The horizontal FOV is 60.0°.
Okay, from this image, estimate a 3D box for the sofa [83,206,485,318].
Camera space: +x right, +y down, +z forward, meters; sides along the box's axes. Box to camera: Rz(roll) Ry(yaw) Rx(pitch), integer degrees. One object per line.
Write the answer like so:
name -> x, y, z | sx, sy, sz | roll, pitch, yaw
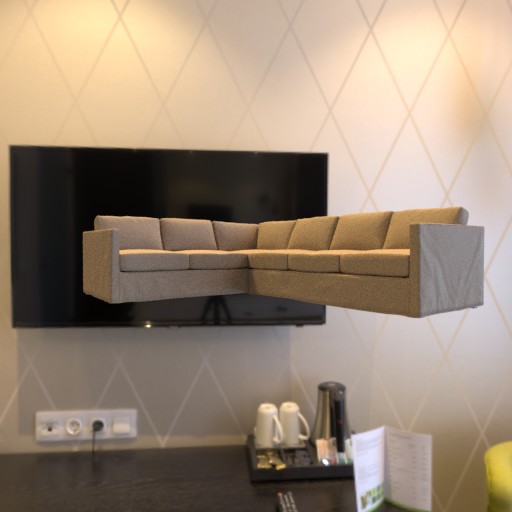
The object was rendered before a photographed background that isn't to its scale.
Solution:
sofa -> 0.000, 0.000, 4.267 | 2.432, 0.871, 3.182 | 0, 1, -35
